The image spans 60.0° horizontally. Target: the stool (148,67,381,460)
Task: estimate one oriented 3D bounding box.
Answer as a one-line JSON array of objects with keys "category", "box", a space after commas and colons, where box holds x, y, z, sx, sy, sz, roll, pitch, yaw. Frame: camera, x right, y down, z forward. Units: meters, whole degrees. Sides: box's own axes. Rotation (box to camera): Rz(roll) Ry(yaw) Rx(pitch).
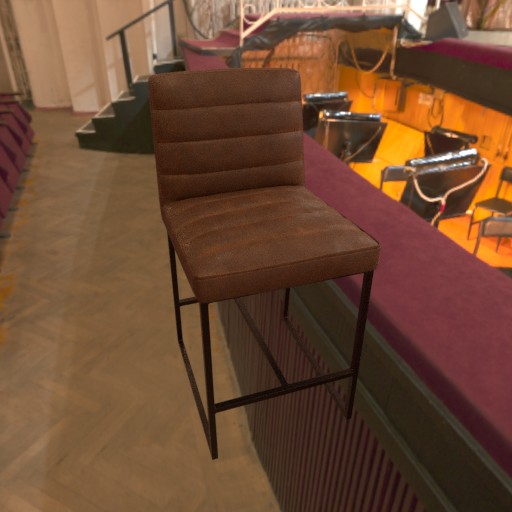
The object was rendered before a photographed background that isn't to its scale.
[{"category": "stool", "box": [0.000, 0.000, 1.272, 0.463, 0.942, 0.562, -10, 31, -17]}]
